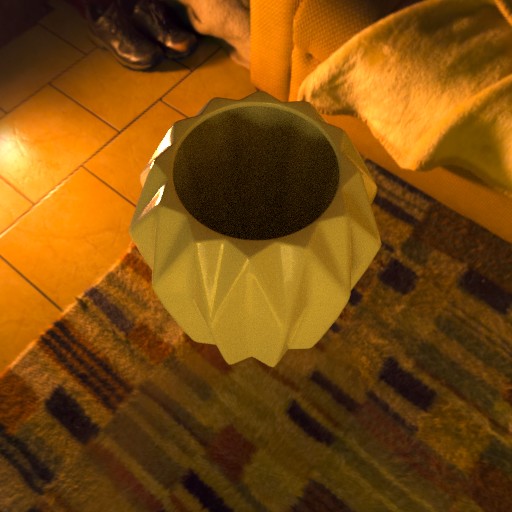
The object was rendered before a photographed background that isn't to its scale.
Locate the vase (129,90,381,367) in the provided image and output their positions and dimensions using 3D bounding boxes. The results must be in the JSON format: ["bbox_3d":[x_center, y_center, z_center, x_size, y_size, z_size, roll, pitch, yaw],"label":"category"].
[{"bbox_3d":[0.000,0.000,0.414,0.195,0.275,0.195,0,64,0],"label":"vase"}]
